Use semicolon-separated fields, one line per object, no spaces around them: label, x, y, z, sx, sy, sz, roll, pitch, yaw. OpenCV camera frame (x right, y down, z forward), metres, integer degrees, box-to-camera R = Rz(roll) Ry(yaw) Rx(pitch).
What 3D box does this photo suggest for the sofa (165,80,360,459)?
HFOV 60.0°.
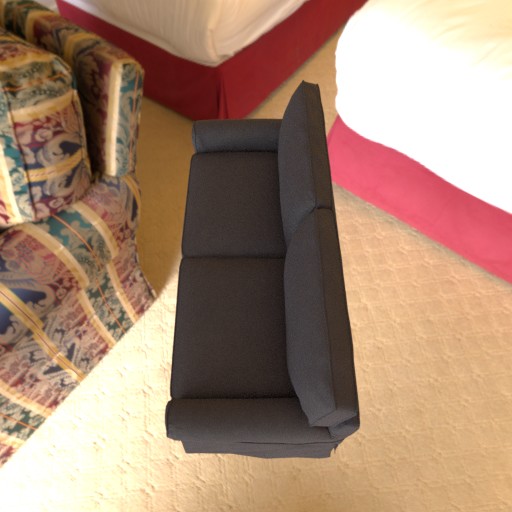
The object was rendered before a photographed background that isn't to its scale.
sofa;0.000;0.000;2.837;0.983;1.094;2.256;0;59;0
